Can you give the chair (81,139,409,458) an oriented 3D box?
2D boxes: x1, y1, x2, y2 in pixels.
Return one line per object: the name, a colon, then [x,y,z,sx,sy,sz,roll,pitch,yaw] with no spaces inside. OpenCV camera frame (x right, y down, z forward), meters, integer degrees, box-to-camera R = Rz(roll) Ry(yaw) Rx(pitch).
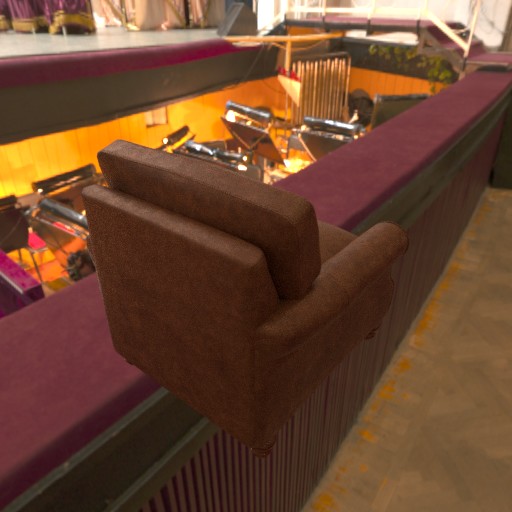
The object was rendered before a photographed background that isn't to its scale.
chair: [0.000,0.000,1.794,0.996,0.976,1.002,22,37,33]
